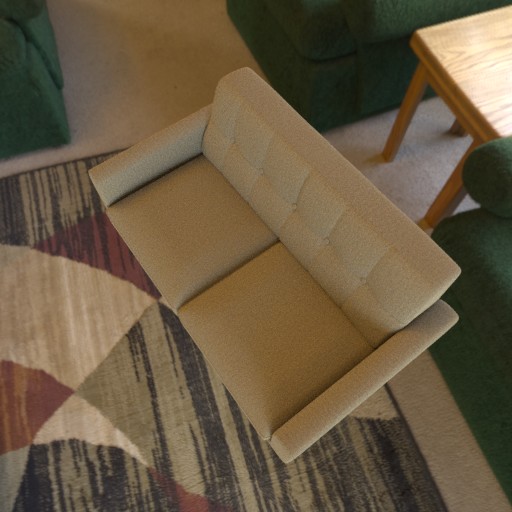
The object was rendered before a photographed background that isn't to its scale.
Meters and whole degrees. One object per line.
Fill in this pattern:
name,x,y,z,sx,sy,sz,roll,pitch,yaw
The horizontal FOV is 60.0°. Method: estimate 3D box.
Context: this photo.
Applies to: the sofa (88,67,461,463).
sofa,0.000,0.000,2.189,0.952,0.925,1.651,-34,68,-16
